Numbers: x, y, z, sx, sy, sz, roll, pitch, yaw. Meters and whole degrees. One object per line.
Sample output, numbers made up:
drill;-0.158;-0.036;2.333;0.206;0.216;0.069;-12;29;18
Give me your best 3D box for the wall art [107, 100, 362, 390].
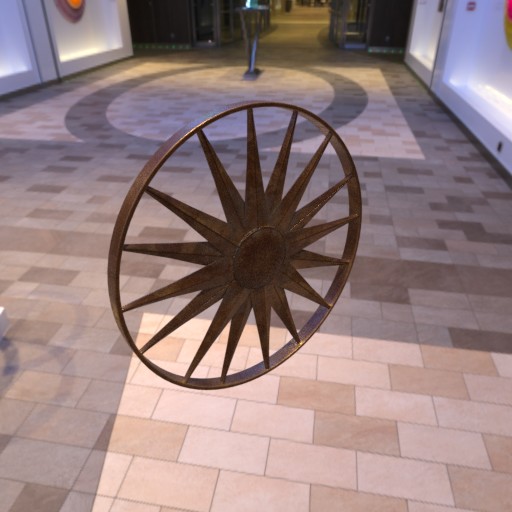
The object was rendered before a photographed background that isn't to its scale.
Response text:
wall art;0.000;0.000;0.879;0.582;0.583;0.084;-21;37;-31
